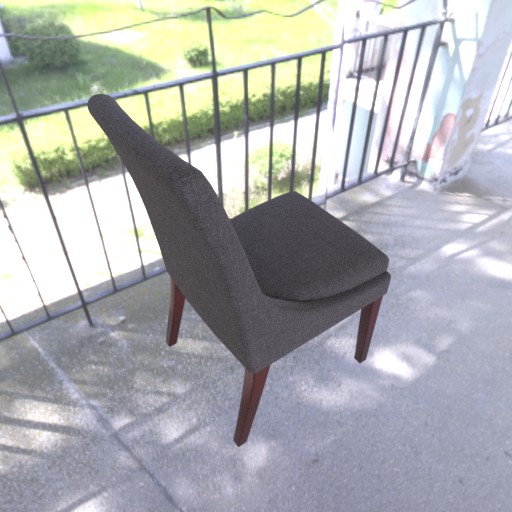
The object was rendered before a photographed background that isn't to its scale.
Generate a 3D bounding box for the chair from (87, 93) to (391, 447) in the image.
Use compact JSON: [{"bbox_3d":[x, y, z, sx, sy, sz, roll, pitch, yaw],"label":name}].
[{"bbox_3d":[0.000,0.000,1.293,0.655,0.952,0.508,-25,46,-26],"label":"chair"}]
